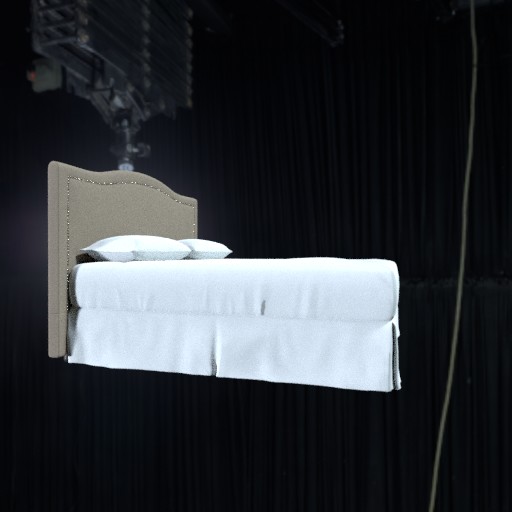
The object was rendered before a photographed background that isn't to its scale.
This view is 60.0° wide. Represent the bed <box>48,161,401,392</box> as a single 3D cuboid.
[{"bbox_3d":[0.000,0.000,3.526,2.182,1.421,2.083,0,0,18],"label":"bed"}]
